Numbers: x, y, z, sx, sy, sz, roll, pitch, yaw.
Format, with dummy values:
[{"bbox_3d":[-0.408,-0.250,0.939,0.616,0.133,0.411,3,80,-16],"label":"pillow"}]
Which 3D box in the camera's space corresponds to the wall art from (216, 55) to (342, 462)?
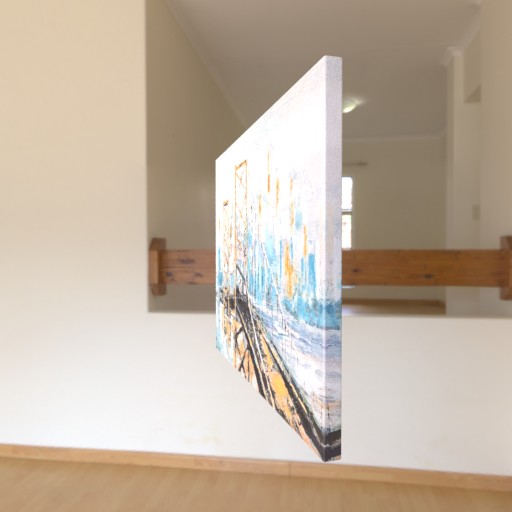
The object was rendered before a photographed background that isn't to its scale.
[{"bbox_3d":[0.000,0.000,1.318,0.038,0.762,1.016,0,1,-17],"label":"wall art"}]
